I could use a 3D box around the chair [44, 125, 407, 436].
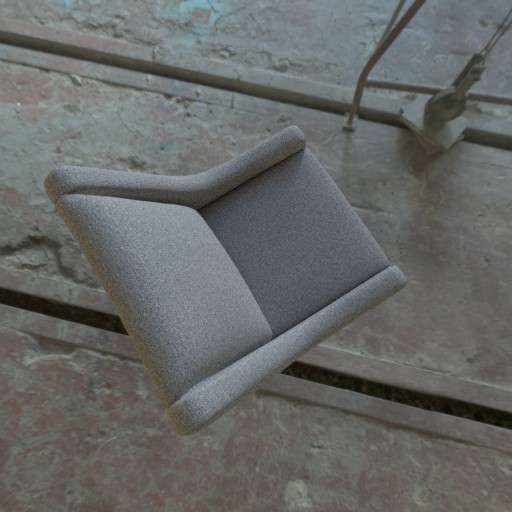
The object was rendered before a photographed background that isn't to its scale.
[{"bbox_3d":[0.000,0.000,1.599,0.870,1.016,0.774,-31,79,-7],"label":"chair"}]
